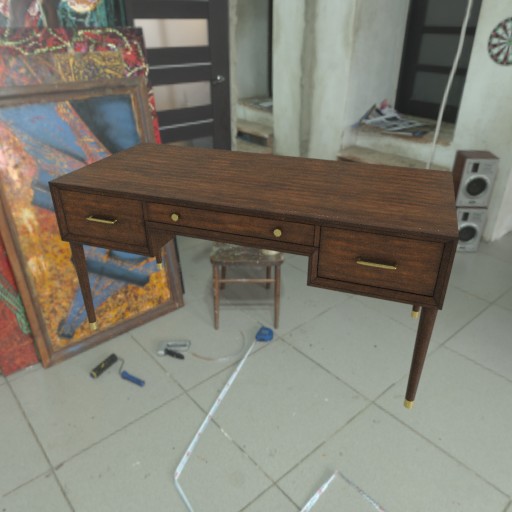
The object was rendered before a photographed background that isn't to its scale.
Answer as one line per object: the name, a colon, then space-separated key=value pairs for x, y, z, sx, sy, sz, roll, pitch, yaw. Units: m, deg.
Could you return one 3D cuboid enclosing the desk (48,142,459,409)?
desk: x=0.000 y=0.000 z=2.064 sx=1.575 sy=0.762 sz=0.724 roll=10 pitch=30 yaw=17
